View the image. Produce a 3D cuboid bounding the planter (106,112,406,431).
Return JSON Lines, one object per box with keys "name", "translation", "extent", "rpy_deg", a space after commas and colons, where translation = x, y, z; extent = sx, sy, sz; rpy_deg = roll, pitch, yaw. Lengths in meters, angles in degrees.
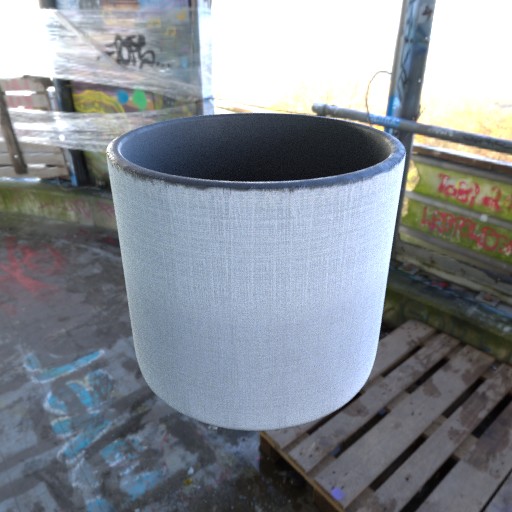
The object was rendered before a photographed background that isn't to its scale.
{"name": "planter", "translation": [0.000, 0.000, 0.380], "extent": [0.221, 0.201, 0.221], "rpy_deg": [0, 28, 0]}
